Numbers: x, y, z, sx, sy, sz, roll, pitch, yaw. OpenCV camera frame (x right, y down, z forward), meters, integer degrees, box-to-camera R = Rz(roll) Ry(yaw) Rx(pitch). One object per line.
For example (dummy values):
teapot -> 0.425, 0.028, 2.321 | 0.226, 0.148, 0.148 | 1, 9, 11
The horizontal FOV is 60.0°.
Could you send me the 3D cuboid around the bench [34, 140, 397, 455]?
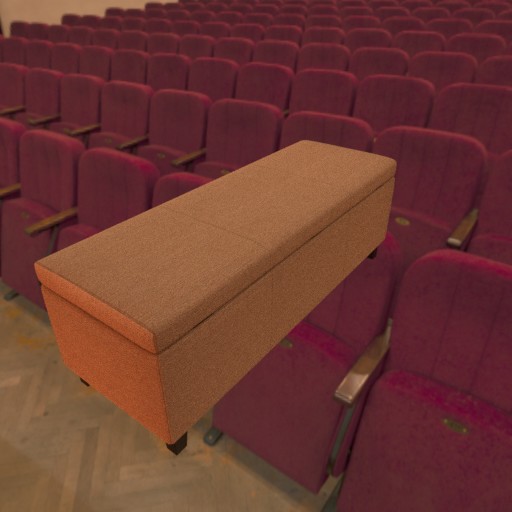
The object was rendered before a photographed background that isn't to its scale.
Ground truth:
bench -> 0.000, 0.000, 1.499 | 0.446, 0.438, 1.269 | 22, 38, 31
